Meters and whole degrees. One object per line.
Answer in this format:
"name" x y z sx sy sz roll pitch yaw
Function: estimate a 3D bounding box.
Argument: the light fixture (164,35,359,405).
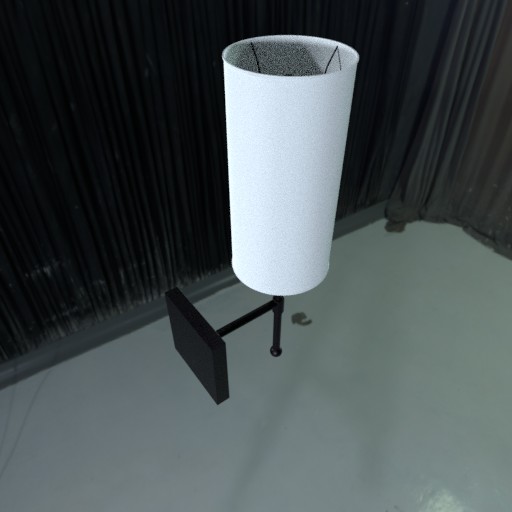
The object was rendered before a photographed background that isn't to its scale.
"light fixture" 0.000 0.000 0.550 0.208 0.462 0.128 -26 47 -27
